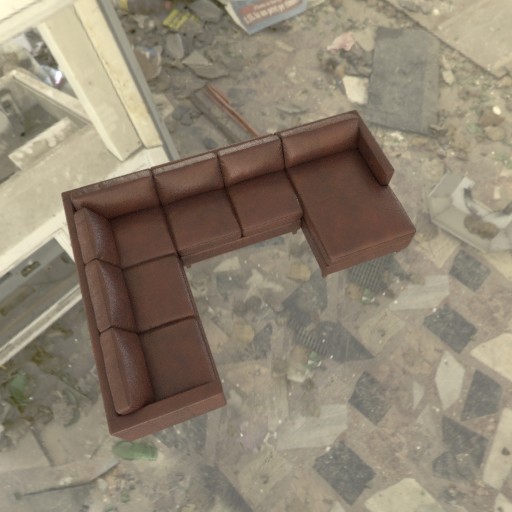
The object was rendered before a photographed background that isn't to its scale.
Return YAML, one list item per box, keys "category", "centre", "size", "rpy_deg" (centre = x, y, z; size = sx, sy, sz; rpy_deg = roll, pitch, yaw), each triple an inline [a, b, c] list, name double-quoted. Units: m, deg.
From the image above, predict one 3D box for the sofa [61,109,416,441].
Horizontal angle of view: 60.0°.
- category: "sofa"
  centre: [0.000, 0.000, 4.489]
  size: [3.324, 0.891, 2.452]
  rpy_deg: [-18, 64, -9]
